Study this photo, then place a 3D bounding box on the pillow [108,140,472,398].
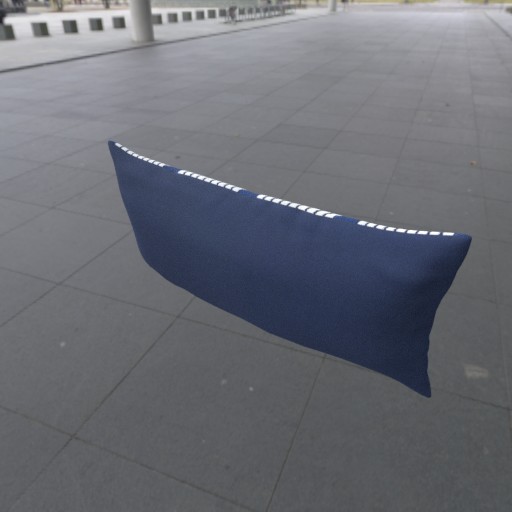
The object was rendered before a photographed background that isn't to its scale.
[{"bbox_3d":[0.000,0.000,0.714,0.608,0.292,0.156,21,37,31],"label":"pillow"}]
